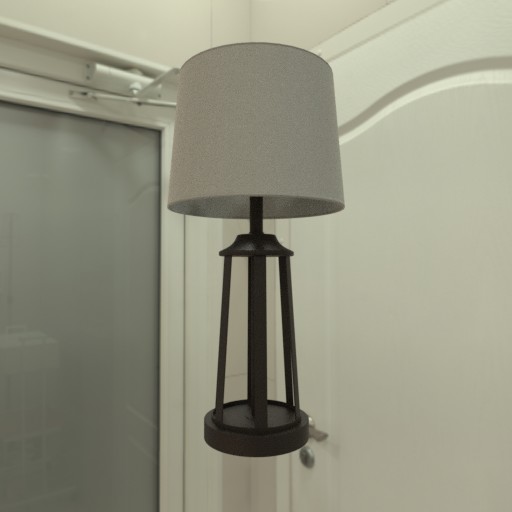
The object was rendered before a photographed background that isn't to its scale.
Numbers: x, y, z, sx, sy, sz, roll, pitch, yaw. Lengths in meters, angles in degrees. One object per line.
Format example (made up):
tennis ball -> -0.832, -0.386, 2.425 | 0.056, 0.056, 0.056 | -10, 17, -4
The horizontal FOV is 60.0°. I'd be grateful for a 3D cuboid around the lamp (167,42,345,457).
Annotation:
lamp -> 0.000, 0.000, 0.636 | 0.251, 0.509, 0.251 | 0, -1, 0
